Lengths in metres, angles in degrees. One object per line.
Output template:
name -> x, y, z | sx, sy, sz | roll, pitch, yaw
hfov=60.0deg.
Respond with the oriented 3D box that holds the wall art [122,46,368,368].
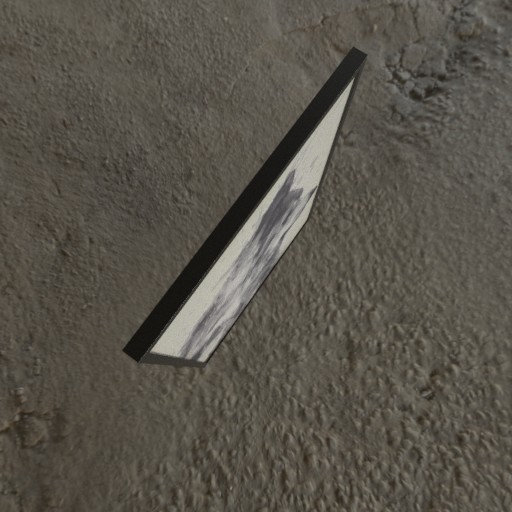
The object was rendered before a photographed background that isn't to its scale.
wall art -> 0.000, 0.000, 1.407 | 0.039, 1.061, 0.804 | 34, 78, 8
